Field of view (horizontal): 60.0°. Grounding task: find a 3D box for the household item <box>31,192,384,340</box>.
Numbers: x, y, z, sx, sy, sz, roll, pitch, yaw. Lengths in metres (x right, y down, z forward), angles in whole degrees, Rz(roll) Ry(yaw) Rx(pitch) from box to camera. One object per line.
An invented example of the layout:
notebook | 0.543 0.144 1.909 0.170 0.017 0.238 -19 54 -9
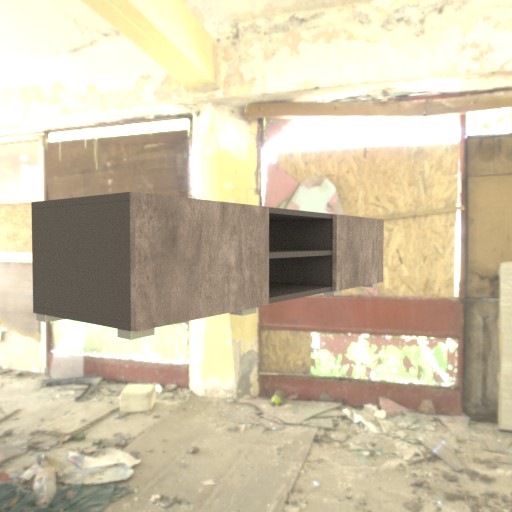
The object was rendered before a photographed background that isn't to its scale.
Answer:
household item | 0.000 0.000 1.597 0.420 0.310 1.400 1 2 36
